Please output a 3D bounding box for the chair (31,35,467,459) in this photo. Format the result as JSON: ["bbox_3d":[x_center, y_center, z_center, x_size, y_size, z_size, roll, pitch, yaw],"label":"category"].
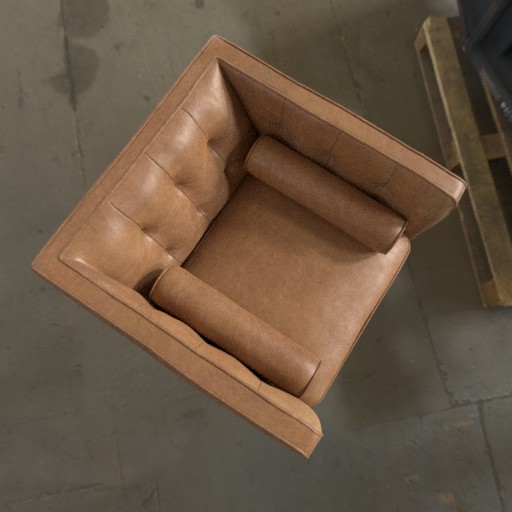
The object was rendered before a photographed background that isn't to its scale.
[{"bbox_3d":[0.000,0.000,1.604,0.912,0.797,0.920,33,79,7],"label":"chair"}]
